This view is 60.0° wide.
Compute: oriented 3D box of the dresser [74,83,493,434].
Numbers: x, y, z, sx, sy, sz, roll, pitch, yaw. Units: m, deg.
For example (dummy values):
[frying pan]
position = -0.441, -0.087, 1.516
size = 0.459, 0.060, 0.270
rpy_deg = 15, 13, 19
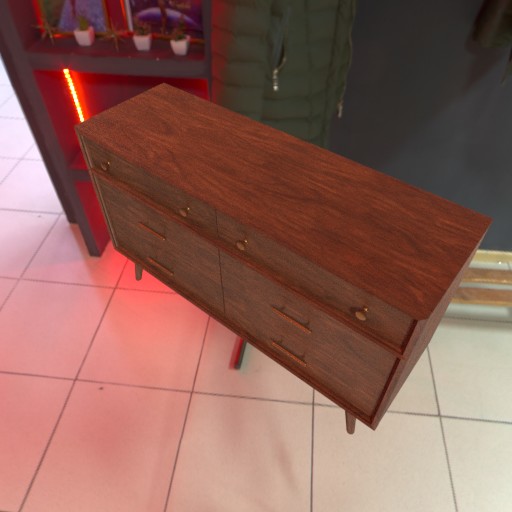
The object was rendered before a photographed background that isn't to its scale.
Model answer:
[dresser]
position = 0.000, 0.000, 1.868
size = 1.472, 0.889, 0.500
rpy_deg = 30, 53, 26
